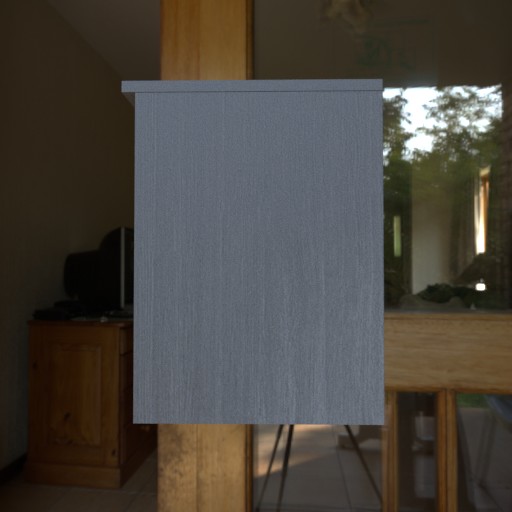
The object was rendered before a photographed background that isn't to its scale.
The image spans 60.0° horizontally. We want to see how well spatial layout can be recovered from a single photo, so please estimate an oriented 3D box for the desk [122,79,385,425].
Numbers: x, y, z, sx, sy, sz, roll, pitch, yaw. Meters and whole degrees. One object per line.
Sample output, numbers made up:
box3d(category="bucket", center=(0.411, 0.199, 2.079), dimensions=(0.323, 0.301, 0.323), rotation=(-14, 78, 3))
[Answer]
box3d(category="desk", center=(0.000, 0.000, 1.487), dimensions=(0.557, 0.729, 1.099), rotation=(0, -1, 1))
